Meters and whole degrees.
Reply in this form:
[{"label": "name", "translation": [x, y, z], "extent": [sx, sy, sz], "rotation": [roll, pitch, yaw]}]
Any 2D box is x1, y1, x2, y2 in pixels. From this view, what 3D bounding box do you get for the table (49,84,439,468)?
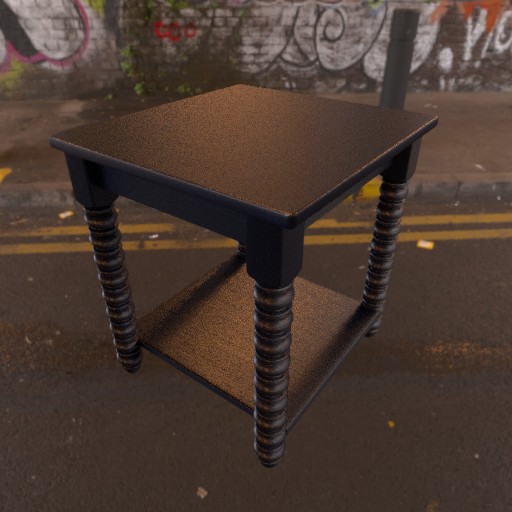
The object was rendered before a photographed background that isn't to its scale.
[{"label": "table", "translation": [0.000, 0.000, 0.962], "extent": [0.500, 0.567, 0.533], "rotation": [22, 38, 30]}]
